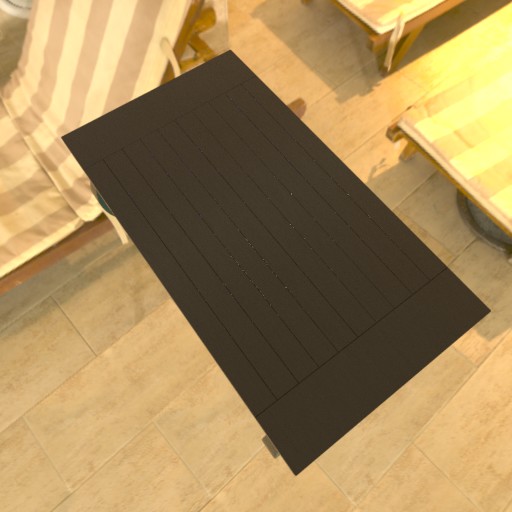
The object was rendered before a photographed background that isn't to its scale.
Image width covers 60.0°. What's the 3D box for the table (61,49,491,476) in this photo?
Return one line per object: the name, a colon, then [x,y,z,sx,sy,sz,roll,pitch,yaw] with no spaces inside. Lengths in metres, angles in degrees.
table: [0.000,0.000,1.365,0.600,0.494,1.062,-34,70,-14]
